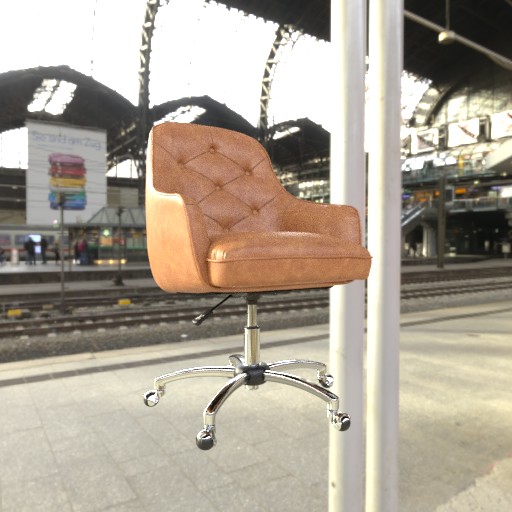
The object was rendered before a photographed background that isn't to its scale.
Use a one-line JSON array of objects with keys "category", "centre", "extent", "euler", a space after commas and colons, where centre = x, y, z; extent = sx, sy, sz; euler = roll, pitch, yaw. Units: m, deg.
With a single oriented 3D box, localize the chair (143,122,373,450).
[{"category": "chair", "centre": [0.000, 0.000, 1.346], "extent": [0.628, 0.909, 0.615], "euler": [-1, 2, -34]}]
